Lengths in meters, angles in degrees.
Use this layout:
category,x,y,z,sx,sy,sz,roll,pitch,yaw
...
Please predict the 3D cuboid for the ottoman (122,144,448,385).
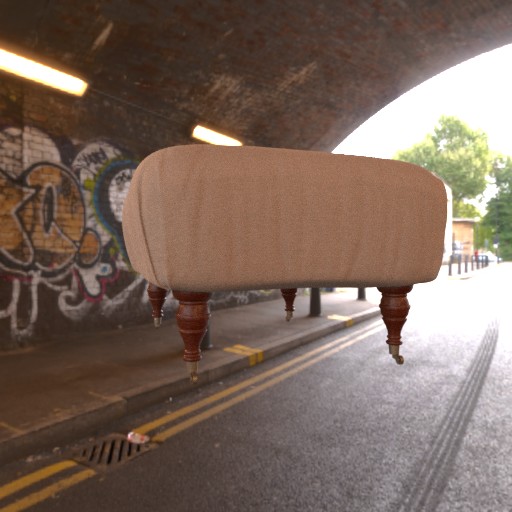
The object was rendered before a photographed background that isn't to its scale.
category,x,y,z,sx,sy,sz,roll,pitch,yaw
ottoman,0.000,0.000,1.136,0.639,0.450,0.746,0,1,-19
